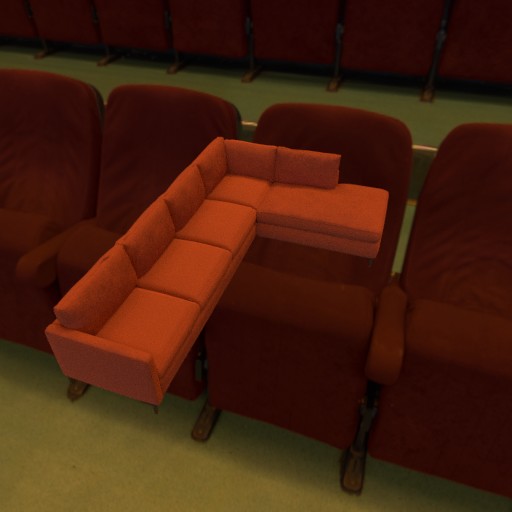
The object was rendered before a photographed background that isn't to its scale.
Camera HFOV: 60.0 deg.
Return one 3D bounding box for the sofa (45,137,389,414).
[{"bbox_3d":[0.000,0.000,3.605,1.879,0.757,2.736,12,41,14],"label":"sofa"}]
